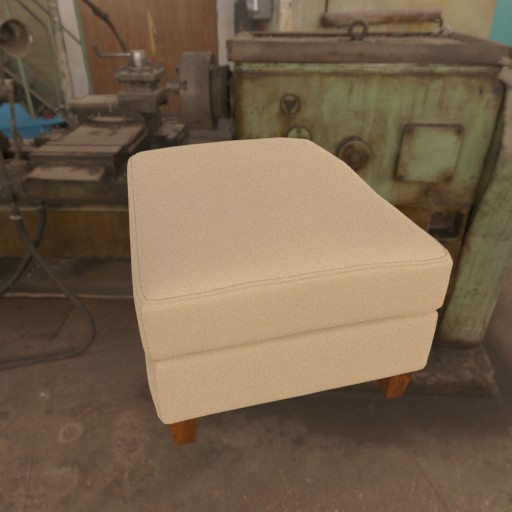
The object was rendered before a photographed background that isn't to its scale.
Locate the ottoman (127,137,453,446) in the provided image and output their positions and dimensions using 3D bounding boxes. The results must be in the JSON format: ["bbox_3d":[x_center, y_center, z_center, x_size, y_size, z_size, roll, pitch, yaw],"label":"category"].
[{"bbox_3d":[0.000,0.000,1.223,0.634,0.485,0.818,-8,32,-13],"label":"ottoman"}]
